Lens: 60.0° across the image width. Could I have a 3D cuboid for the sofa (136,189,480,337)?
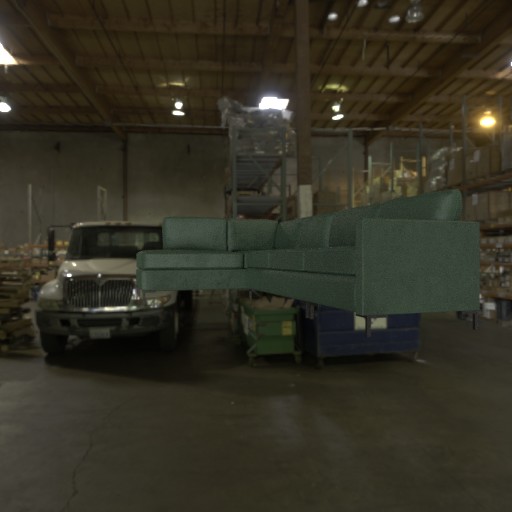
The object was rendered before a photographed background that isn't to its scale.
[{"bbox_3d":[0.000,0.000,4.260,2.048,0.996,3.384,0,0,-18],"label":"sofa"}]
